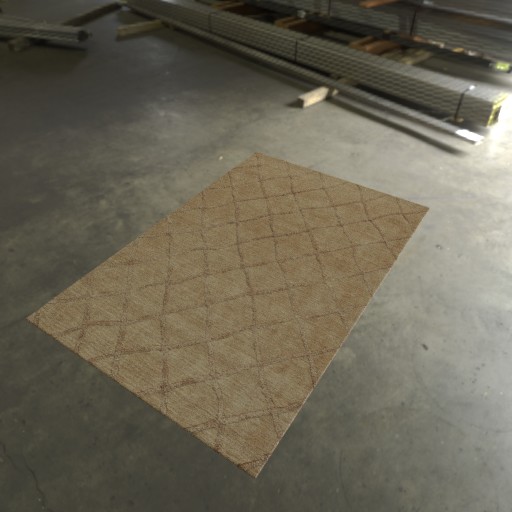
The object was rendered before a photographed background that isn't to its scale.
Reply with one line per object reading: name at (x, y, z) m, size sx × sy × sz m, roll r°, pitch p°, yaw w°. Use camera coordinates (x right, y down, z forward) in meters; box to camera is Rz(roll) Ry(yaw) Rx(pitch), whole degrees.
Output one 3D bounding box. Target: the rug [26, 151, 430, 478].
rug at (0.000, 0.000, 2.844) m, size 1.528 × 0.014 × 2.292 m, roll 24°, pitch 47°, yaw 25°
